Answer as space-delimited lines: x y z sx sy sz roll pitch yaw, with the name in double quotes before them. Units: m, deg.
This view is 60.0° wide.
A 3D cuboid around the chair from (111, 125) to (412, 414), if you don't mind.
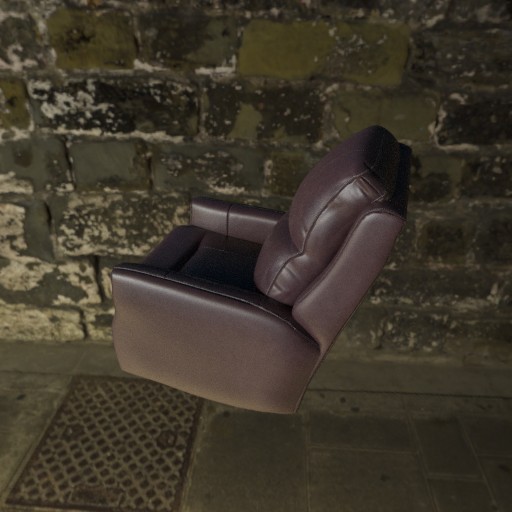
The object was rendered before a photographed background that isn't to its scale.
"chair" 0.000 0.000 1.820 1.080 1.030 0.829 10 32 16
